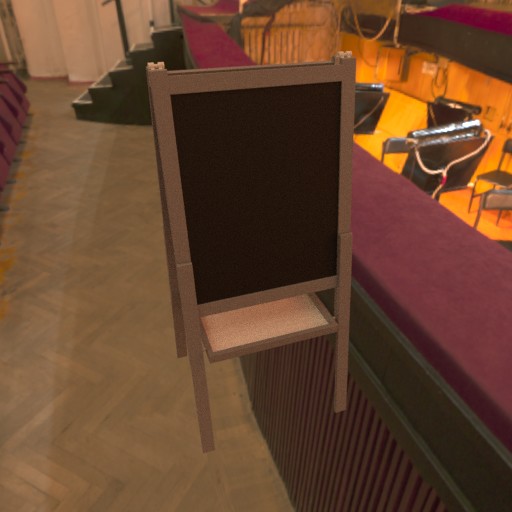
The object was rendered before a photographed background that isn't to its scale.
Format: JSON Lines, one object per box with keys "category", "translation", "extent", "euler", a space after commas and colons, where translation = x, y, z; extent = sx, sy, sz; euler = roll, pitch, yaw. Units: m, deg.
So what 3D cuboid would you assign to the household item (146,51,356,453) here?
{"category": "household item", "translation": [0.000, 0.000, 1.412], "extent": [0.531, 1.172, 0.469], "euler": [-11, 35, -16]}
